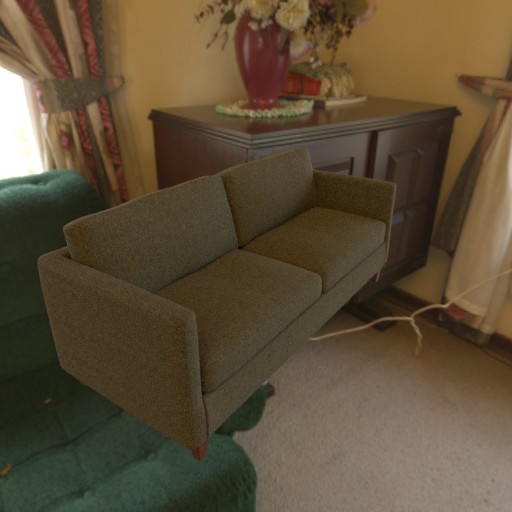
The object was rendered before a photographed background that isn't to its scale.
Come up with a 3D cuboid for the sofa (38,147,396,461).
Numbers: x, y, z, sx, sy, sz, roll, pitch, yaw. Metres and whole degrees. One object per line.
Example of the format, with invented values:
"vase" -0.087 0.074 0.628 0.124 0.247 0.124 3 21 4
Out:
"sofa" 0.000 0.000 2.693 0.948 0.965 2.208 17 30 32
